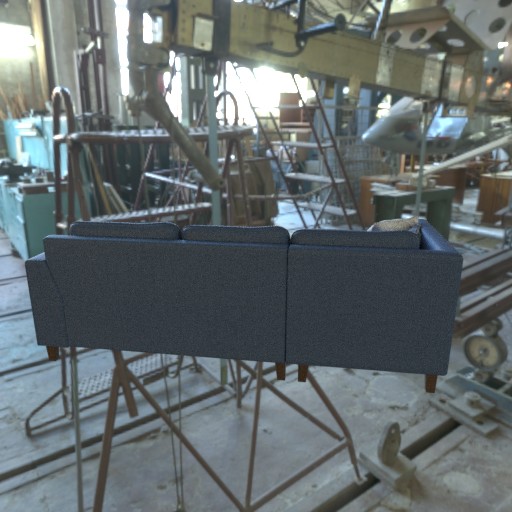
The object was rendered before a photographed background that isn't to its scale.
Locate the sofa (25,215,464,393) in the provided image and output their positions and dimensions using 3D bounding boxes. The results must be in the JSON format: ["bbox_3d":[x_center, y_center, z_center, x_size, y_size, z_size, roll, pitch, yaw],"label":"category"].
[{"bbox_3d":[0.000,0.000,3.034,2.120,0.787,1.829,3,17,8],"label":"sofa"}]
